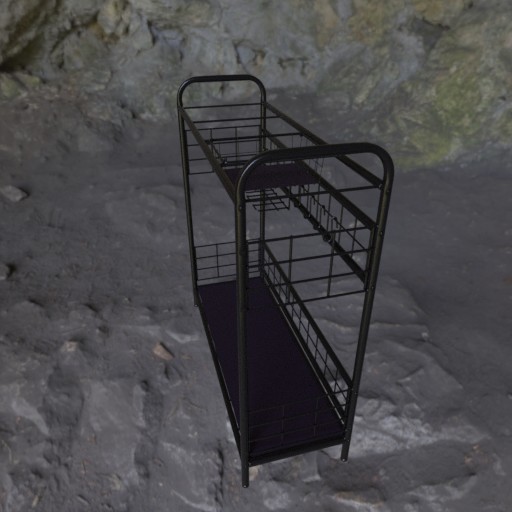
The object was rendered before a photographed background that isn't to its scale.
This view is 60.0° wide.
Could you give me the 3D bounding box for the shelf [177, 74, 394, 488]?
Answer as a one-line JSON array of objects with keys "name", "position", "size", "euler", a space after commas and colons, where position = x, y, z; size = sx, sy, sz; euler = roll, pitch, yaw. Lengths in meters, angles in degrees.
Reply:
[{"name": "shelf", "position": [0.000, 0.000, 1.511], "size": [0.350, 1.026, 0.961], "euler": [-8, 31, -13]}]
